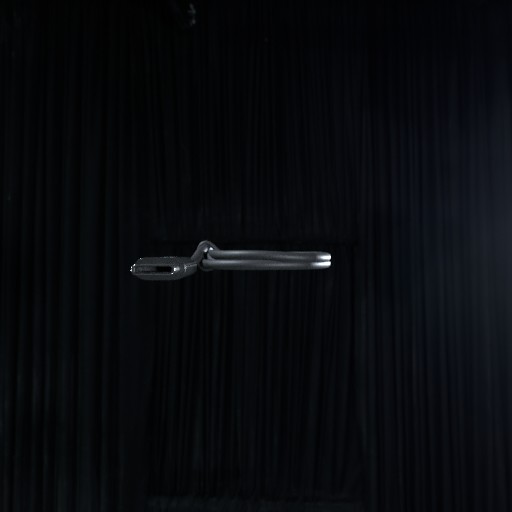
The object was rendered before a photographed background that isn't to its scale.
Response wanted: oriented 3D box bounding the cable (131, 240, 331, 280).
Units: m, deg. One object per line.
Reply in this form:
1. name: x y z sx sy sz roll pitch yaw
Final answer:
1. cable: 0.000 0.000 0.206 0.070 0.014 0.186 0 0 -1
